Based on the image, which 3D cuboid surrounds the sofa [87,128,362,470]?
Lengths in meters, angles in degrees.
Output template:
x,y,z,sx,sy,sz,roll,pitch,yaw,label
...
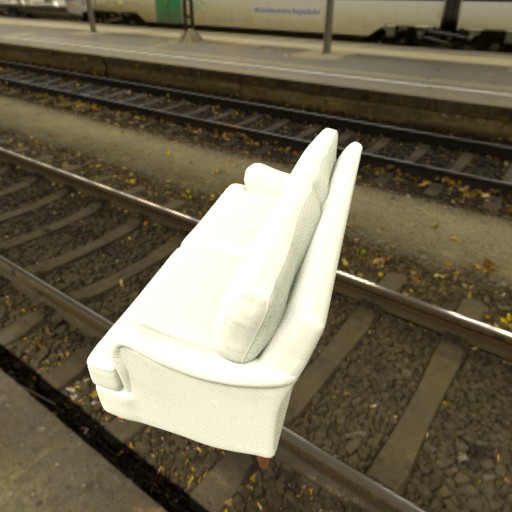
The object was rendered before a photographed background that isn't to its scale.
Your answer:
x,y,z,sx,sy,sz,roll,pitch,yaw,label
0.000,0.000,2.753,1.069,1.096,2.193,8,32,13,sofa
